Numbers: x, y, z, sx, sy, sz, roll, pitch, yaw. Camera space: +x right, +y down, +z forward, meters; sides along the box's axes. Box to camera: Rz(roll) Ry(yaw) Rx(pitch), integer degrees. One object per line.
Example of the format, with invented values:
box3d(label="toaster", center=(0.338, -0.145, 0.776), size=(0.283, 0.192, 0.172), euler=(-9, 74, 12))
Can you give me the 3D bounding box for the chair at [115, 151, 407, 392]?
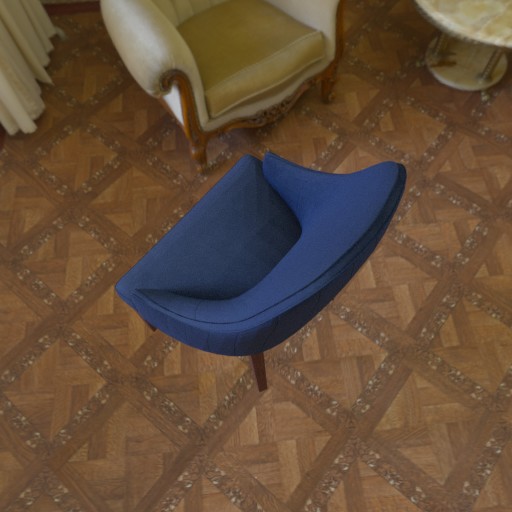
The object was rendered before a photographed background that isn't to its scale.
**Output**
box3d(label="chair", center=(0.000, 0.000, 1.269), size=(0.575, 0.889, 0.643), euler=(35, 69, 16))
